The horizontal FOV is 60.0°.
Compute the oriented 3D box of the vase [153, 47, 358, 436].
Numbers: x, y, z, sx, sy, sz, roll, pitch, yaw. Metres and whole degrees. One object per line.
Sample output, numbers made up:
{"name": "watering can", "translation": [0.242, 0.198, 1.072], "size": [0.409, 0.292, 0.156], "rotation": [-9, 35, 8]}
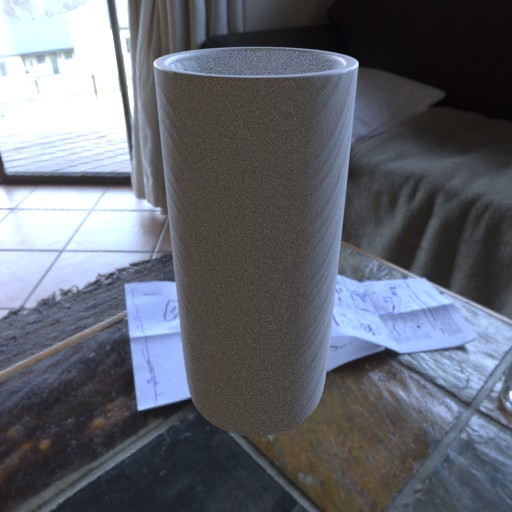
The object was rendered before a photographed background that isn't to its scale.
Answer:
{"name": "vase", "translation": [0.000, 0.000, 0.385], "size": [0.143, 0.316, 0.143], "rotation": [0, 32, 0]}
